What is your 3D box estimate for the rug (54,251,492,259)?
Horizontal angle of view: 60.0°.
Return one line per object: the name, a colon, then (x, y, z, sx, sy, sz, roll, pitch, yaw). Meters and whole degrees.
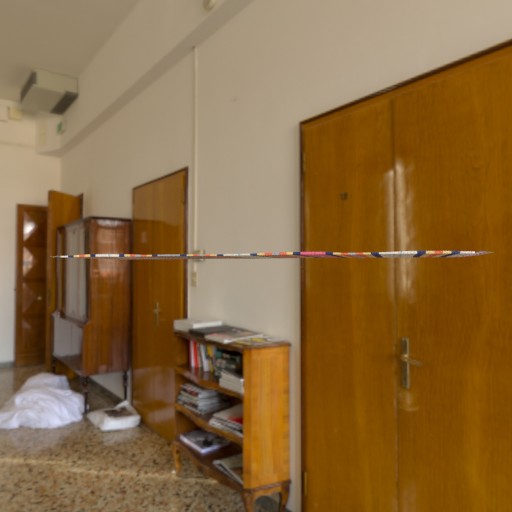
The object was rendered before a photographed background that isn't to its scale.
rug: (0.000, 0.000, 2.678, 2.455, 0.017, 0.695, -1, -2, 18)
